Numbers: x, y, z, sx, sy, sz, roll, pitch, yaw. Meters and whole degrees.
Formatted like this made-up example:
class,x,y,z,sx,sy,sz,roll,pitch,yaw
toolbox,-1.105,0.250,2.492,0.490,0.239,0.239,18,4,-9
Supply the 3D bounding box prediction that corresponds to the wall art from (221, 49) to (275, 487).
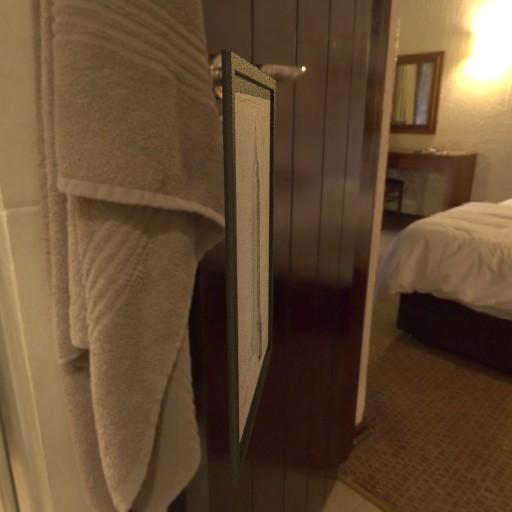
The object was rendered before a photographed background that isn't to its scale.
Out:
class,x,y,z,sx,sy,sz,roll,pitch,yaw
wall art,0.000,0.000,0.846,0.012,0.661,0.451,3,17,9
